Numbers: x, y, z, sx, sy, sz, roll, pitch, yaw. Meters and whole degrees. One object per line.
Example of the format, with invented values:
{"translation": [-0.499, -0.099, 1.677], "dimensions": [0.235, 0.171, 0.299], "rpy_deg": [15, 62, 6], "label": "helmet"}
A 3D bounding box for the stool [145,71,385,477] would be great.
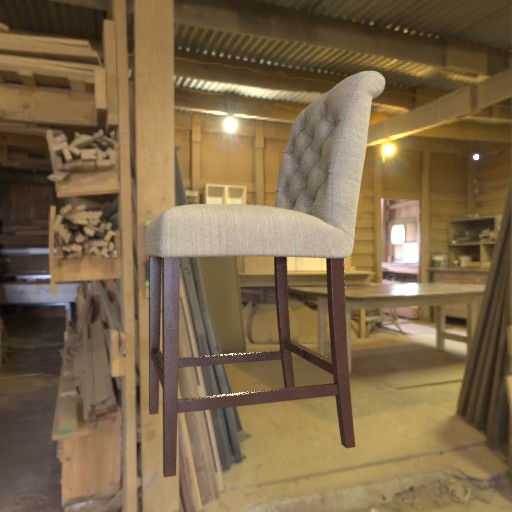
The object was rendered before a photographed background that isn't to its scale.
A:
{"translation": [0.000, 0.000, 1.402], "dimensions": [0.660, 1.084, 0.486], "rpy_deg": [0, 1, -18], "label": "stool"}
